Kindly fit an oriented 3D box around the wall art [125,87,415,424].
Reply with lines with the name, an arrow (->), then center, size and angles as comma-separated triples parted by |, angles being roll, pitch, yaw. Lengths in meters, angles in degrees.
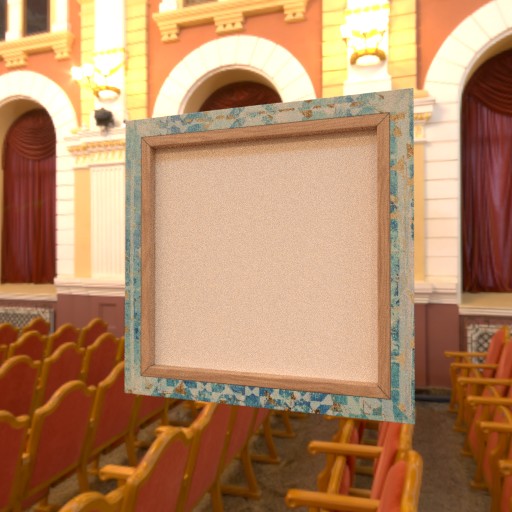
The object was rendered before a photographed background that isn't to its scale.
wall art -> 0.000, 0.000, 1.364 | 0.916, 0.916, 0.040 | 0, -1, 18
